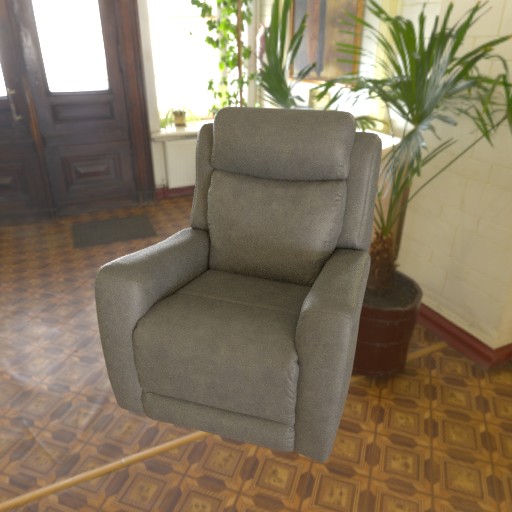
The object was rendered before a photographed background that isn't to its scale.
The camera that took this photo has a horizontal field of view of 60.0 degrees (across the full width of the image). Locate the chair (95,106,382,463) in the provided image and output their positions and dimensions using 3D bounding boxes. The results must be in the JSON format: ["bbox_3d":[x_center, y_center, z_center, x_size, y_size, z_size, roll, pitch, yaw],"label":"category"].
[{"bbox_3d":[0.000,0.000,1.920,0.965,1.116,1.068,8,27,17],"label":"chair"}]
